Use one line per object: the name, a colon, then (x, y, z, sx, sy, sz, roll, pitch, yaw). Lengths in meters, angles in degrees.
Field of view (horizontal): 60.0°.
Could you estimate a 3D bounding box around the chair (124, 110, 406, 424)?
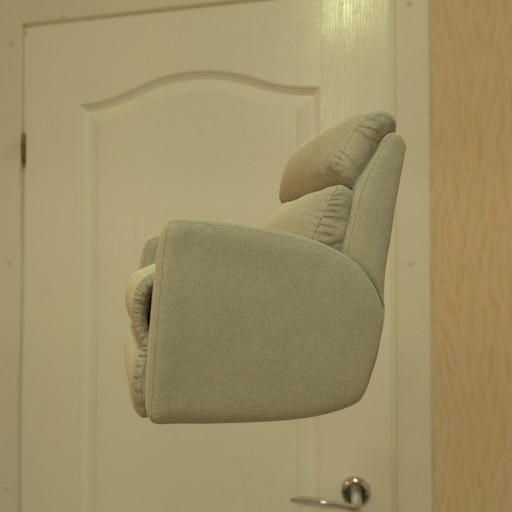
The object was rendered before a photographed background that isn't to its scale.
chair: (0.000, 0.000, 1.679, 0.940, 1.021, 0.794, 0, -1, -19)
